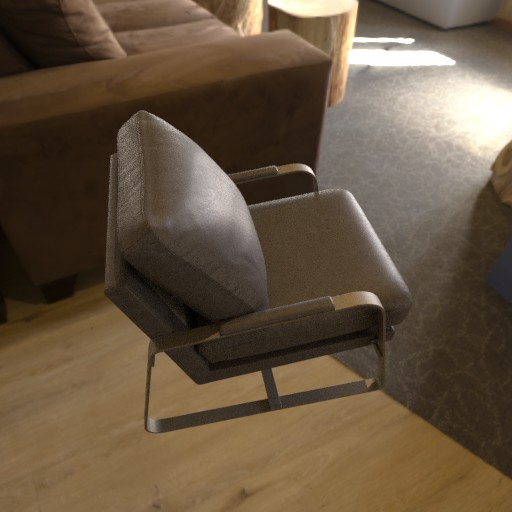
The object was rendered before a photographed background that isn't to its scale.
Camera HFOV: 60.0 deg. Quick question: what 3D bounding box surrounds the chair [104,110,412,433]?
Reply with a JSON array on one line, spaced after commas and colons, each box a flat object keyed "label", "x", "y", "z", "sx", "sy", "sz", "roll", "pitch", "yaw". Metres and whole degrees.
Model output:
[{"label": "chair", "x": 0.000, "y": 0.000, "z": 1.477, "sx": 0.878, "sy": 0.839, "sz": 0.692, "roll": -8, "pitch": 46, "yaw": -8}]
